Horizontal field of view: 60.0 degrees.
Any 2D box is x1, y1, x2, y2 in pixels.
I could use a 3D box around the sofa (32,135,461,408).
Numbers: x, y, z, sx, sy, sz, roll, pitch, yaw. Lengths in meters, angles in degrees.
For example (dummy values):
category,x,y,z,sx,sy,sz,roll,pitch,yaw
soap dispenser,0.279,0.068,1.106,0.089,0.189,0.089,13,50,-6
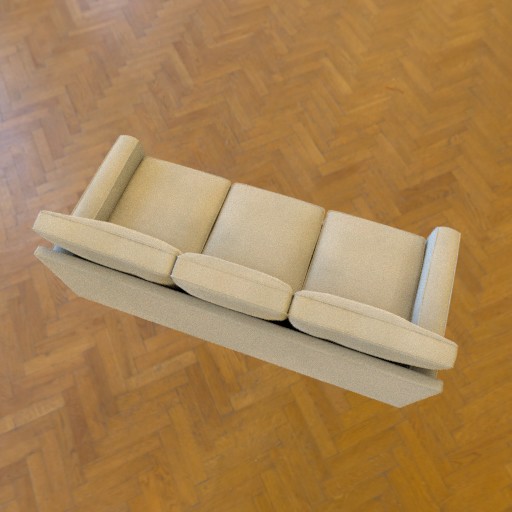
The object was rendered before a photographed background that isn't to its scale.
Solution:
category,x,y,z,sx,sy,sz,roll,pitch,yaw
sofa,0.000,0.000,2.510,2.088,0.862,0.935,17,66,8
